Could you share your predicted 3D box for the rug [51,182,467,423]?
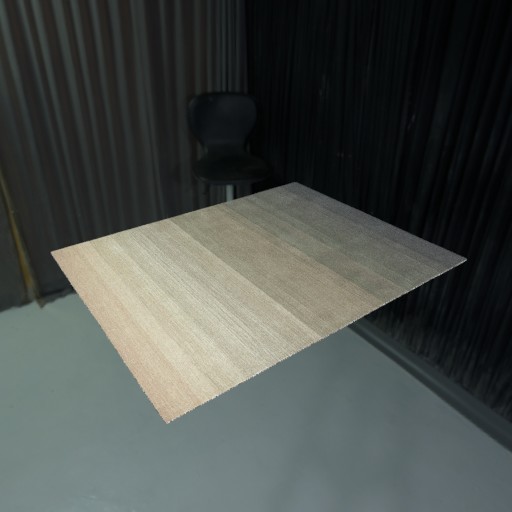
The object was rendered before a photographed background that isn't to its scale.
[{"bbox_3d":[0.000,0.000,3.964,2.932,0.015,2.315,-21,36,-31],"label":"rug"}]
